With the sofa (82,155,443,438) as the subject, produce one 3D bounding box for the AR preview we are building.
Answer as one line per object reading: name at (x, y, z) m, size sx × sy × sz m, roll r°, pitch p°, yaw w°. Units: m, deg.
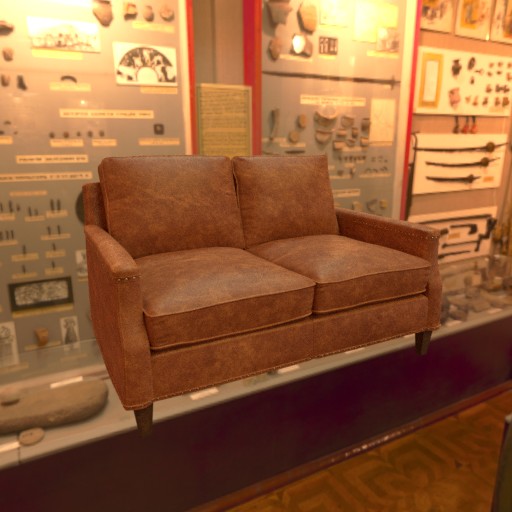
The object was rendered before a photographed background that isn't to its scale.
sofa at (0.000, 0.000, 2.275) m, size 1.597 × 1.003 × 1.084 m, roll -7°, pitch 16°, yaw -26°
